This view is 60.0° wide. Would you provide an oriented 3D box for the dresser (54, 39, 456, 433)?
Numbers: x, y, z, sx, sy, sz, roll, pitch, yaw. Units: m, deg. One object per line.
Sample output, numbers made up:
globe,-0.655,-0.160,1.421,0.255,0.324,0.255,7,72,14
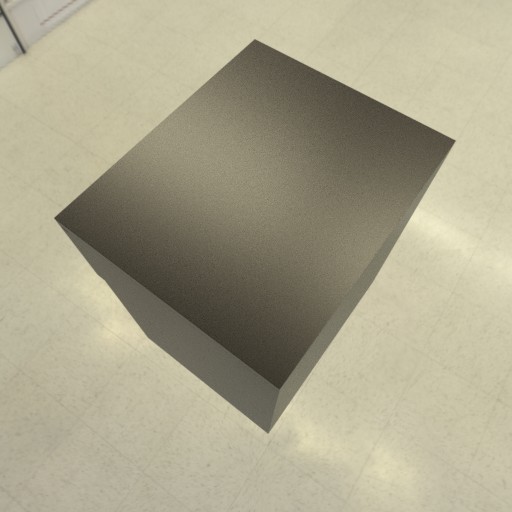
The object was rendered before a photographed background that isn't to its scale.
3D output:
dresser,0.000,0.000,0.771,0.360,0.470,0.400,34,68,16
